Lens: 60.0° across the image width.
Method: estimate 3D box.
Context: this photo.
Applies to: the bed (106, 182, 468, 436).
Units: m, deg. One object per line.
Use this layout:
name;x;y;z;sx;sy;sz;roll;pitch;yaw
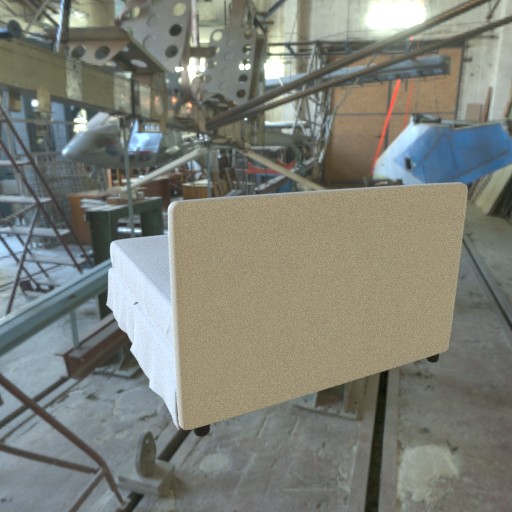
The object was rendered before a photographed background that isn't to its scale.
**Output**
bed;0.000;0.000;3.652;2.119;1.317;2.341;-8;17;-26
